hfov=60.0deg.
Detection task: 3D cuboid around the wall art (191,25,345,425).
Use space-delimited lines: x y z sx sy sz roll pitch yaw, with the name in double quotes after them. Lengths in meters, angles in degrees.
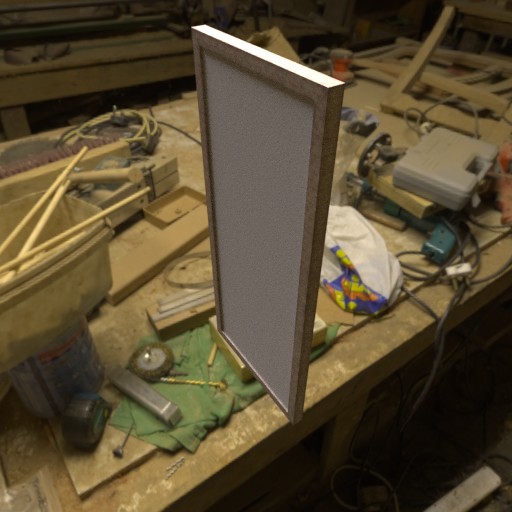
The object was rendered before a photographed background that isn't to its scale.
0.000 0.000 1.675 0.051 1.461 0.648 -24 46 -26 "wall art"
